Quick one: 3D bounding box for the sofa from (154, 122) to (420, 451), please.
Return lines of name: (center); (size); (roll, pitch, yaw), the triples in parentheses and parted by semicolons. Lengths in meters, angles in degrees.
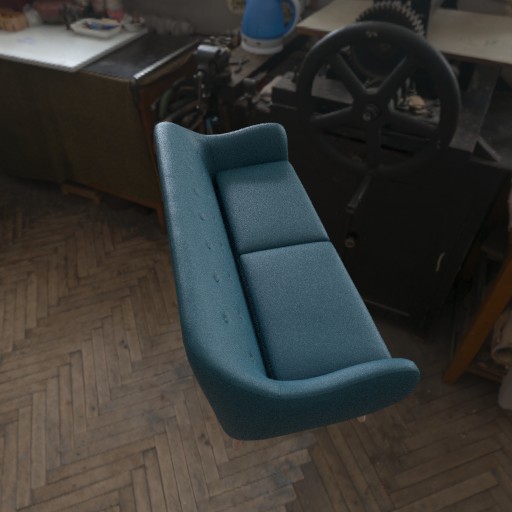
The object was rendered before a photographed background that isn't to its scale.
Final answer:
sofa: (0.000, 0.000, 2.254); (0.820, 0.836, 1.840); (-10, 46, -9)
